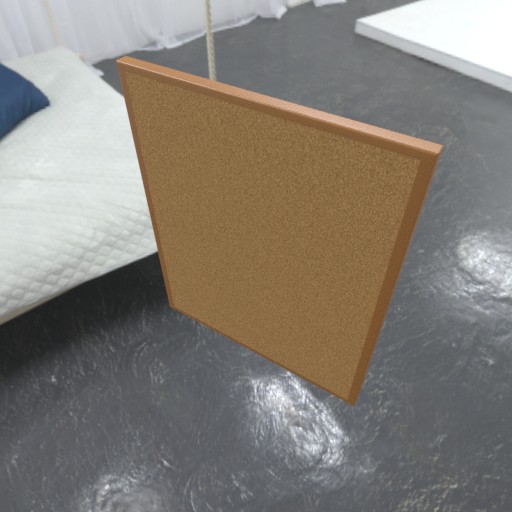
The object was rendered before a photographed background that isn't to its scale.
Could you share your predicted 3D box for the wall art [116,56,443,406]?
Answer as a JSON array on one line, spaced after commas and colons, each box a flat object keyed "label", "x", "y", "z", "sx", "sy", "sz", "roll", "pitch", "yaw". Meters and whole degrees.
[{"label": "wall art", "x": 0.000, "y": 0.000, "z": 0.739, "sx": 0.452, "sy": 0.553, "sz": 0.022, "roll": 24, "pitch": 50, "yaw": 22}]
